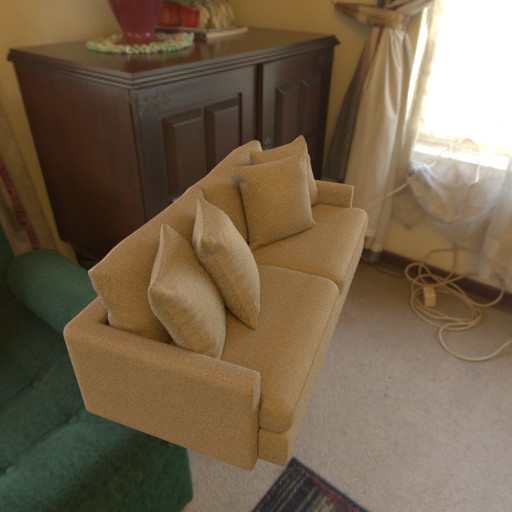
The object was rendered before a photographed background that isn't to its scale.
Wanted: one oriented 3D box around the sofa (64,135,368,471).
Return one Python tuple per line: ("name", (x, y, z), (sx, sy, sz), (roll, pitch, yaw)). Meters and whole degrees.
("sofa", (0.000, 0.000, 3.042), (1.228, 1.084, 2.380), (12, 34, 18))
